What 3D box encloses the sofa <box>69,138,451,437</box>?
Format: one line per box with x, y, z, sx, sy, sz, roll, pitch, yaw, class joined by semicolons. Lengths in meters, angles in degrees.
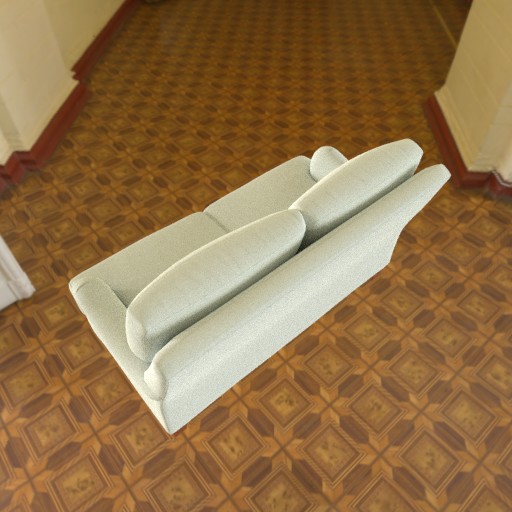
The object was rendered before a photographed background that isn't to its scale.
0.000;0.000;2.506;1.853;1.101;1.084;-33;55;-26;sofa
